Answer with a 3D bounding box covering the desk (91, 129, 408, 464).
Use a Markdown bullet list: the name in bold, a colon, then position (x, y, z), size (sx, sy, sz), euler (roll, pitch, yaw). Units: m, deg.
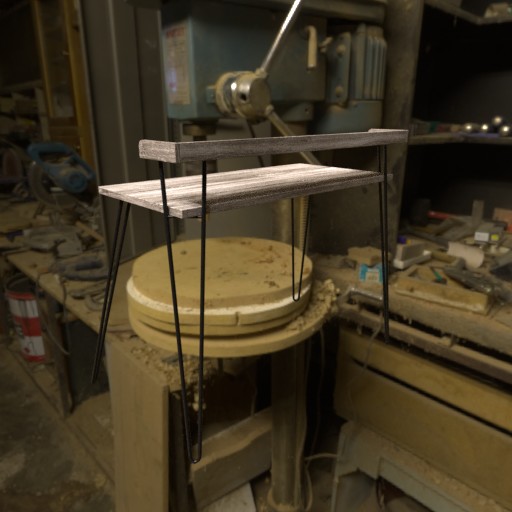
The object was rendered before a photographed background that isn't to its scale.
- **desk**: position (0.000, 0.000, 1.667), size (1.135, 0.899, 0.605), euler (-16, 24, -40)
